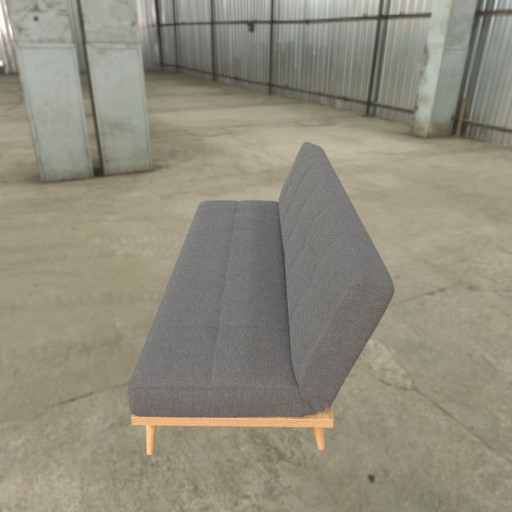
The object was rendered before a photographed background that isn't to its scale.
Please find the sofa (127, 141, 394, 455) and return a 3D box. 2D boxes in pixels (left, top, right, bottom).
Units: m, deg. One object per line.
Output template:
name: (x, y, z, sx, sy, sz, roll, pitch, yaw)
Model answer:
sofa: (0.000, 0.000, 2.192, 0.820, 0.770, 1.820, 0, 26, 1)
